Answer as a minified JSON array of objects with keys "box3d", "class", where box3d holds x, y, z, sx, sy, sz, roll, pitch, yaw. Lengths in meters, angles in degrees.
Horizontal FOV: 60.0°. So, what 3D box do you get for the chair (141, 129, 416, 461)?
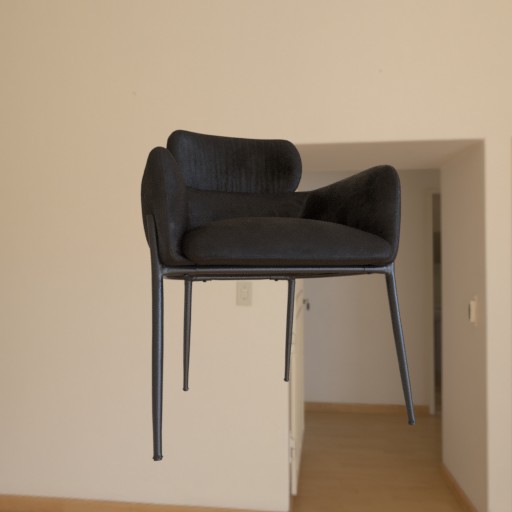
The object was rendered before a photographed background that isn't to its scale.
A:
[{"box3d":[0.000,0.000,1.237,0.640,0.818,0.604,0,-1,-19],"class":"chair"}]
